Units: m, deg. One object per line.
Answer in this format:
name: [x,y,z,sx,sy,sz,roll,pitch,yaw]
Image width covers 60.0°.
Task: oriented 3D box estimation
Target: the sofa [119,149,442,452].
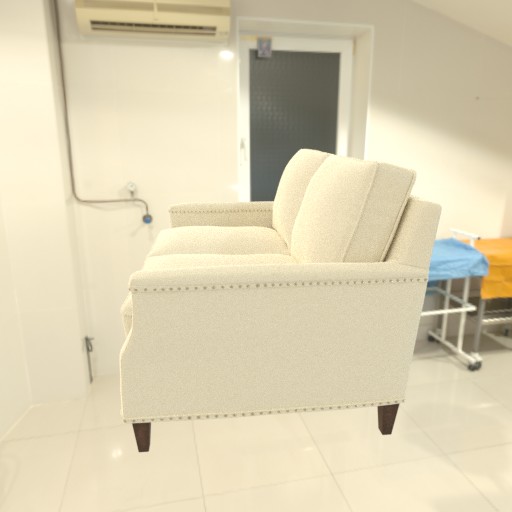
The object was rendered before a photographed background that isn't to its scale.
sofa: [0.000,0.000,2.188,1.084,1.003,1.597,-2,15,-6]
